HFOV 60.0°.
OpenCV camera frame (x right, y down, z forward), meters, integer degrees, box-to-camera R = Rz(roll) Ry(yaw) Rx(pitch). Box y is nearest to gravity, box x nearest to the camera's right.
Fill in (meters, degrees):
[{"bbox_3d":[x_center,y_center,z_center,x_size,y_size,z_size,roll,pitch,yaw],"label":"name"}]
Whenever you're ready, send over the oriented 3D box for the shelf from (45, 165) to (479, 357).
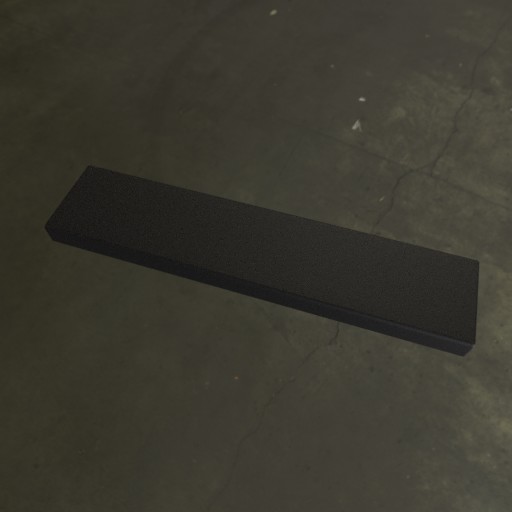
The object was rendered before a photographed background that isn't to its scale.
[{"bbox_3d":[0.000,0.000,0.493,0.456,0.053,0.102,15,58,10],"label":"shelf"}]
